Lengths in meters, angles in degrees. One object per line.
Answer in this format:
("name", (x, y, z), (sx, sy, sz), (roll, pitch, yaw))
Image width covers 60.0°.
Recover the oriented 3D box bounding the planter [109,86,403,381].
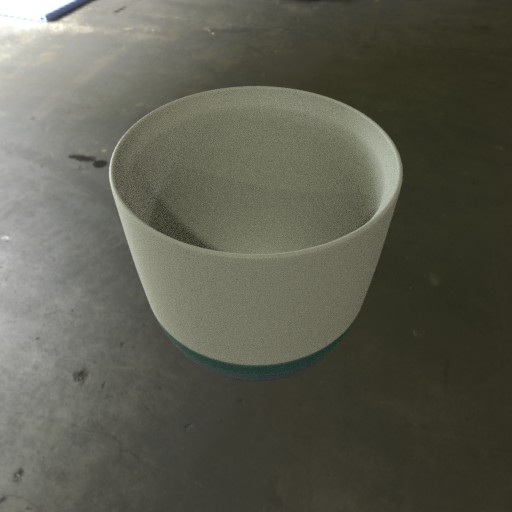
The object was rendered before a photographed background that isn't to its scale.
("planter", (0.000, 0.000, 0.392), (0.204, 0.214, 0.204), (0, 47, 0))
